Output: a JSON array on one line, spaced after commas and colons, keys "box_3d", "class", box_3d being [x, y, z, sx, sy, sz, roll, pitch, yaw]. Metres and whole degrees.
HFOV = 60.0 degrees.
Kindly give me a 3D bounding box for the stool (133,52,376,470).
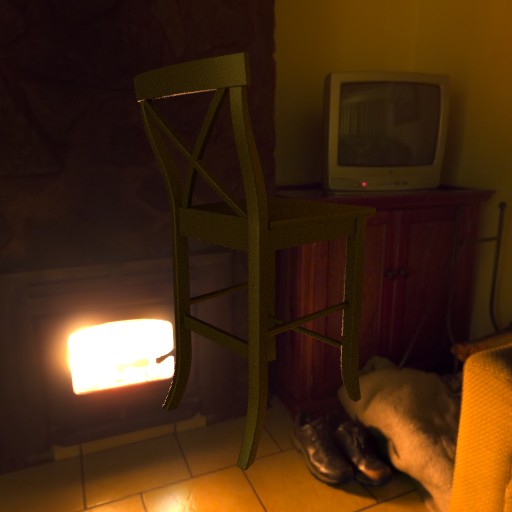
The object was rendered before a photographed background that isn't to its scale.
[{"box_3d": [0.000, 0.000, 1.305, 0.559, 0.989, 0.452, -13, 18, -42], "class": "stool"}]
